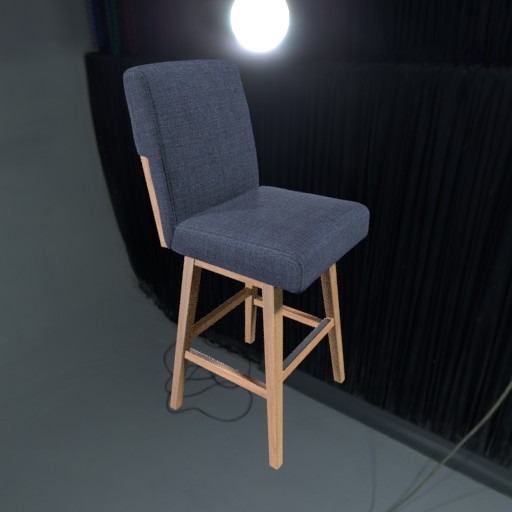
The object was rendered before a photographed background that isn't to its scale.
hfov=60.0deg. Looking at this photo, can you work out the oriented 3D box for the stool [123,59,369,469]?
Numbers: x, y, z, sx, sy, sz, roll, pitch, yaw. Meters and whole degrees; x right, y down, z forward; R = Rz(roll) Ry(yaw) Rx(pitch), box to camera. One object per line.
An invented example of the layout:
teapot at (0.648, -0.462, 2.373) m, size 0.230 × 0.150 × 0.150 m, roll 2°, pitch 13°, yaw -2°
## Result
stool at (0.000, 0.000, 1.393) m, size 0.570 × 1.112 × 0.483 m, roll 17°, pitch 31°, yaw 31°
